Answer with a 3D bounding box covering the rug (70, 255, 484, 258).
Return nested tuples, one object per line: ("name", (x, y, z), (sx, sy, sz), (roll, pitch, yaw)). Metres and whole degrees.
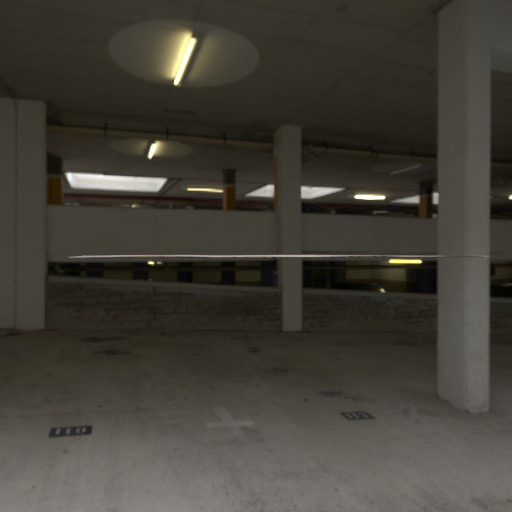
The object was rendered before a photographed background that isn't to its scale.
("rug", (0.000, 0.000, 3.959), (3.000, 0.012, 2.371), (0, 0, -19))
